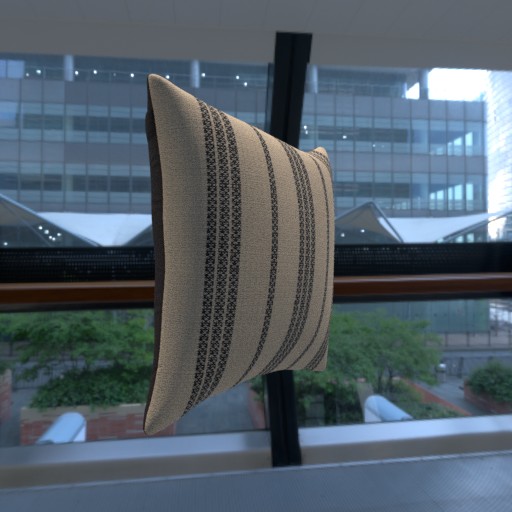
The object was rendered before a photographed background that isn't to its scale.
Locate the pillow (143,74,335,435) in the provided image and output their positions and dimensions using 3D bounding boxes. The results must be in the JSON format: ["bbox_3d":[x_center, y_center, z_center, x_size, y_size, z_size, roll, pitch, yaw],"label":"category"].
[{"bbox_3d":[0.000,0.000,0.652,0.173,0.406,0.405,-1,-2,37],"label":"pillow"}]
